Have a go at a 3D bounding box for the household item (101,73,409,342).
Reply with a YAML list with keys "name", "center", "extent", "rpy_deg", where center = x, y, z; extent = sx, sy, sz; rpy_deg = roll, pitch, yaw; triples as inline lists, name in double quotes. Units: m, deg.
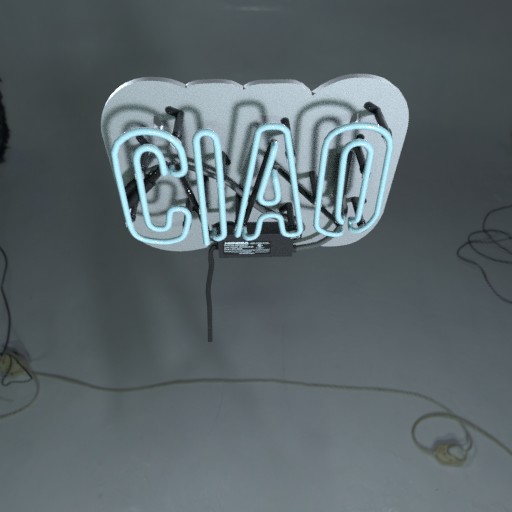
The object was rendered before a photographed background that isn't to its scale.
- name: "household item"
  center: [0.000, 0.000, 0.376]
  extent: [0.211, 0.294, 0.042]
  rpy_deg: [-1, 47, -1]
